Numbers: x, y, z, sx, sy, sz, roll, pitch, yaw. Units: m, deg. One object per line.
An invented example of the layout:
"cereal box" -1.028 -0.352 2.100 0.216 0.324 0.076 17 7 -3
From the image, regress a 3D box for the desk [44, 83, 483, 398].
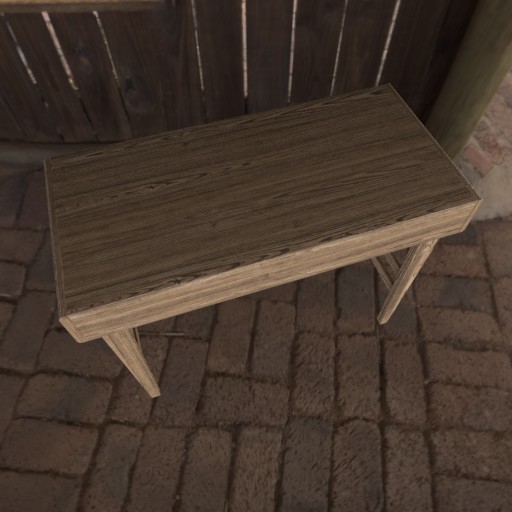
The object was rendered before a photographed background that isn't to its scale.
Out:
"desk" 0.000 0.000 1.491 1.067 0.755 0.508 -16 58 -10
